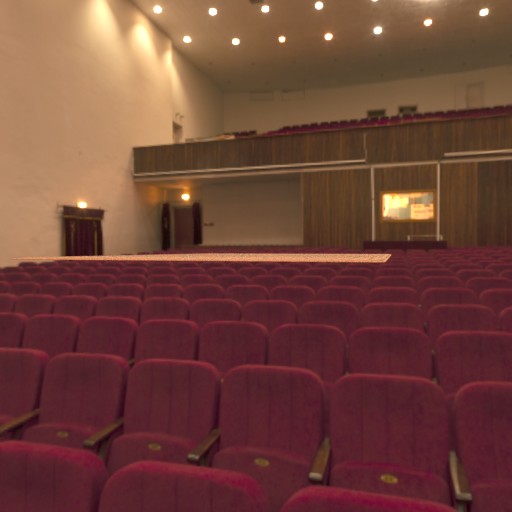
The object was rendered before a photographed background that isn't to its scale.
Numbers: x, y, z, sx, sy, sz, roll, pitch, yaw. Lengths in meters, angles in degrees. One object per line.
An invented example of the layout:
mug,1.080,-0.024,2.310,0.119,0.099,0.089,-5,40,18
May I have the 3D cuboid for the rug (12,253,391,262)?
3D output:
rug,0.000,0.000,1.987,1.146,0.006,1.556,0,1,18
